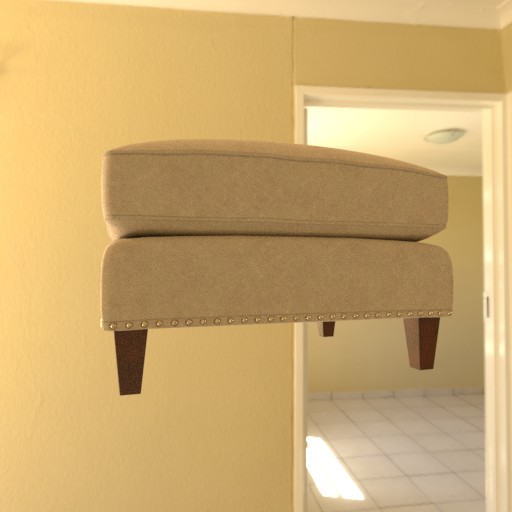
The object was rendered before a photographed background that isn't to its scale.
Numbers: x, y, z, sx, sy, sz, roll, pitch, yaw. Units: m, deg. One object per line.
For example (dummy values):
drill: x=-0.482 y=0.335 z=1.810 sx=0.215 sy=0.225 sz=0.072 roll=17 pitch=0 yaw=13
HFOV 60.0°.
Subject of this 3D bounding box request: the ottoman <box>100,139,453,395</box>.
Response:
ottoman: x=0.000 y=0.000 z=1.139 sx=0.741 sy=0.513 sz=0.584 roll=0 pitch=-1 yaw=-18
